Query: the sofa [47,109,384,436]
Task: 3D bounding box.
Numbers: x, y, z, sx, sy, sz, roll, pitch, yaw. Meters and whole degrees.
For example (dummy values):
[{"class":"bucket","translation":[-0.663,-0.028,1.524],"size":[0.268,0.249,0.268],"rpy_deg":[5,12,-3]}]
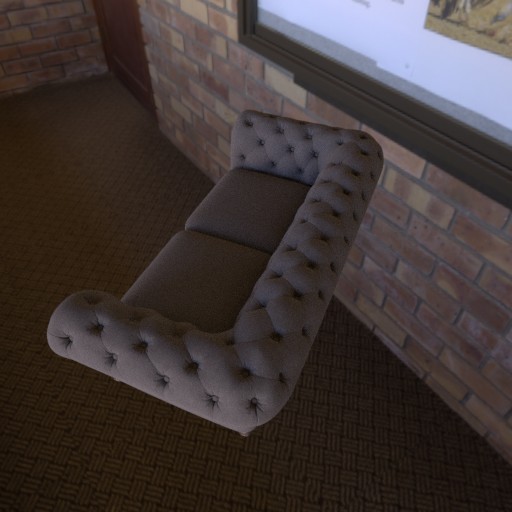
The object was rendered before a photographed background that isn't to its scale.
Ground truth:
[{"class":"sofa","translation":[0.000,0.000,2.438],"size":[0.986,0.764,1.998],"rpy_deg":[17,48,16]}]
